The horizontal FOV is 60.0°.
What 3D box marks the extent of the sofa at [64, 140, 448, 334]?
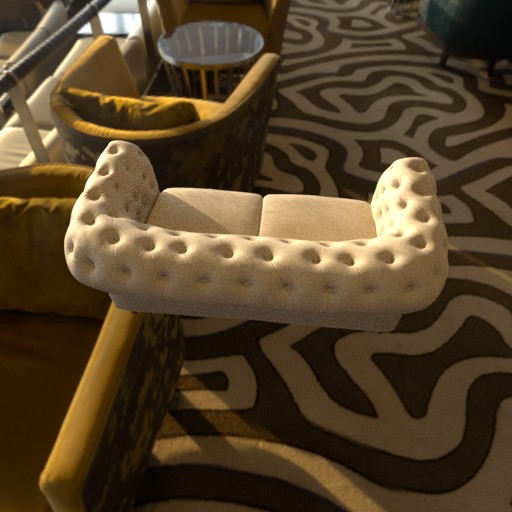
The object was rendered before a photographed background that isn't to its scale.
[{"bbox_3d":[0.000,0.000,2.563,1.988,0.835,1.069,4,47,4],"label":"sofa"}]
